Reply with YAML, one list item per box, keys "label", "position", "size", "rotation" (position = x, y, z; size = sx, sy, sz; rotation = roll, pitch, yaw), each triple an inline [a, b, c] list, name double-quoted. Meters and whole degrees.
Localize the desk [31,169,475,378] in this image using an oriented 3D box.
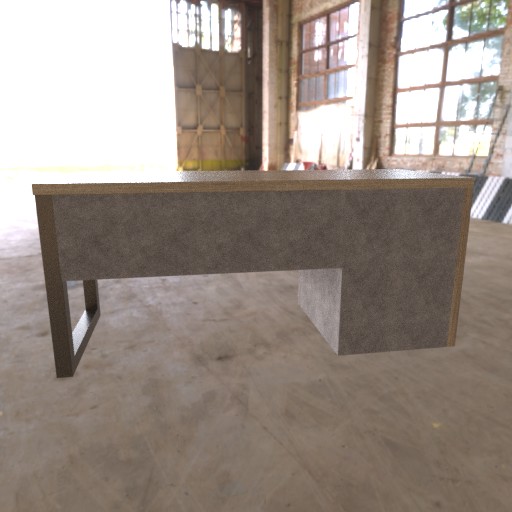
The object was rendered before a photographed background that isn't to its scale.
- label: "desk"
  position: [0.000, 0.000, 2.098]
  size: [1.700, 0.760, 0.690]
  rotation: [-2, 14, -9]
